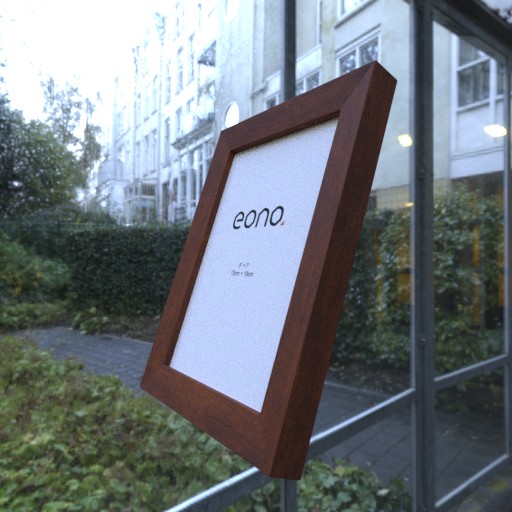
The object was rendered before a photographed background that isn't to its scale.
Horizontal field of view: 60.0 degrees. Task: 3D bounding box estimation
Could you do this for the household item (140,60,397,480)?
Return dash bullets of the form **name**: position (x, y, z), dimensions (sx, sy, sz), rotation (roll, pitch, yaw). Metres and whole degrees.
- **household item**: position (0.000, 0.000, 0.284), dimensions (0.096, 0.204, 0.160), rotation (0, 0, -35)
